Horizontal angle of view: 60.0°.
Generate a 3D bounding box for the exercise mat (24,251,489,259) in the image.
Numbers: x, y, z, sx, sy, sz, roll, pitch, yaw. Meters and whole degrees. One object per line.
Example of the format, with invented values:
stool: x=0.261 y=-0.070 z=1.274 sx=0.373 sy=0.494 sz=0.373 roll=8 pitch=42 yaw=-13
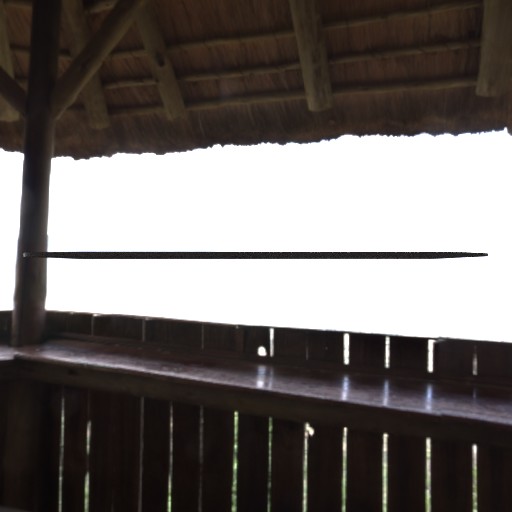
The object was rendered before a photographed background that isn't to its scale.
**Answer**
exercise mat: x=0.000 y=0.000 z=2.058 sx=1.884 sy=0.021 sz=0.616 roll=0 pitch=-2 yaw=0
